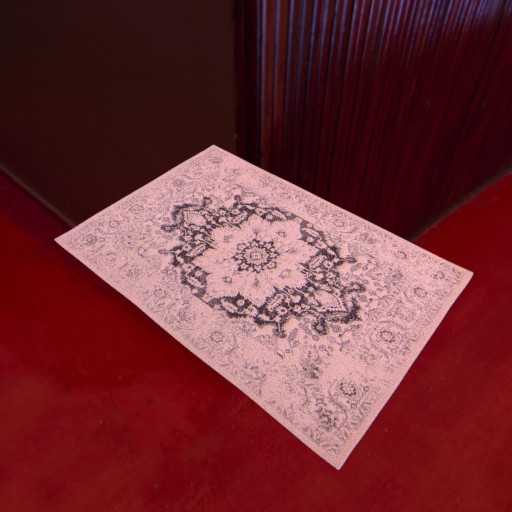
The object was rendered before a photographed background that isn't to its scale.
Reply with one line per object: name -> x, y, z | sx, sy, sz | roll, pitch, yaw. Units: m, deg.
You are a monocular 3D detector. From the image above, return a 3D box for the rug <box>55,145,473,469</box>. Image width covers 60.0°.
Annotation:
rug -> 0.000, 0.000, 2.292 | 1.813, 0.008, 1.223 | 32, 54, 27
